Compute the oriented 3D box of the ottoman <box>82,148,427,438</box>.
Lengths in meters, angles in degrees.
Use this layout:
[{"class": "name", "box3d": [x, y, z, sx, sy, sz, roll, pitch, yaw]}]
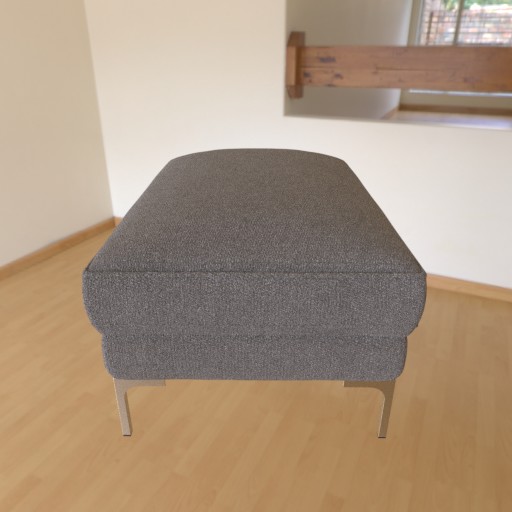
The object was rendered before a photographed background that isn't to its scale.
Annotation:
[{"class": "ottoman", "box3d": [0.000, 0.000, 1.143, 0.583, 0.464, 0.785, 0, 25, 0]}]
